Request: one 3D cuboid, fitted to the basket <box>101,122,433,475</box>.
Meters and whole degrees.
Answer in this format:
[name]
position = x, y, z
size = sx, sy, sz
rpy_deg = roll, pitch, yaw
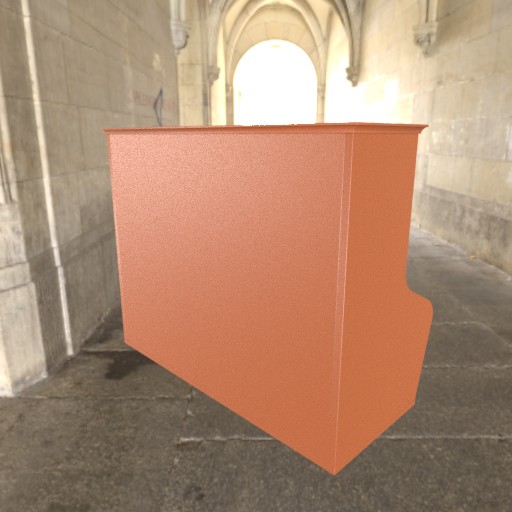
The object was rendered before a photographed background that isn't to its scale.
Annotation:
[basket]
position = 0.000, 0.000, 1.120
size = 0.376, 0.625, 0.792
rpy_deg = -15, 21, -43
